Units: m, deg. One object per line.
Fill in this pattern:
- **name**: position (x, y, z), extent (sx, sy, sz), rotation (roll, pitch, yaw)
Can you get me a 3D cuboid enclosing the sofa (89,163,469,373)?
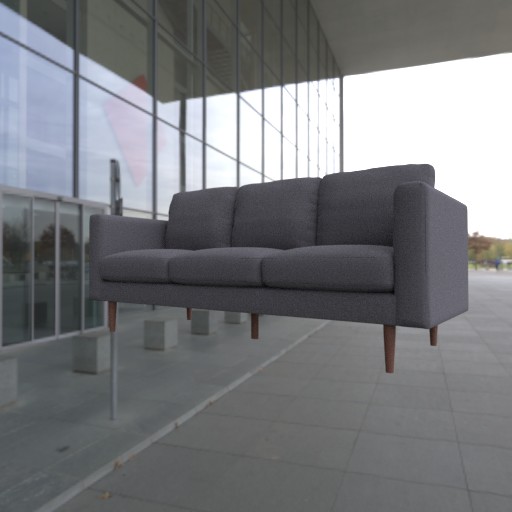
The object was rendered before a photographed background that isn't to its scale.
- **sofa**: position (0.000, 0.000, 2.455), extent (2.029, 0.912, 0.802), rotation (0, -1, 35)
